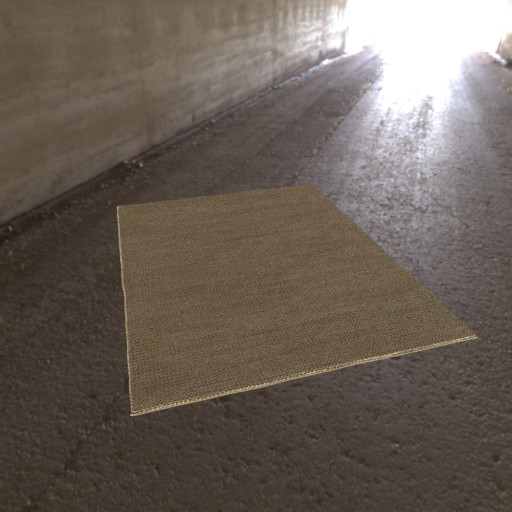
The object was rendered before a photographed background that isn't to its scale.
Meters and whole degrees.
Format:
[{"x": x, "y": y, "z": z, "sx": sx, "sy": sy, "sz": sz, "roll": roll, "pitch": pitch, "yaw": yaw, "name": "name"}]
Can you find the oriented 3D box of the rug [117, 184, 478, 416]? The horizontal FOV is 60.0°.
[{"x": 0.000, "y": 0.000, "z": 4.122, "sx": 2.429, "sy": 0.030, "sz": 3.052, "roll": -9, "pitch": 32, "yaw": -14, "name": "rug"}]
